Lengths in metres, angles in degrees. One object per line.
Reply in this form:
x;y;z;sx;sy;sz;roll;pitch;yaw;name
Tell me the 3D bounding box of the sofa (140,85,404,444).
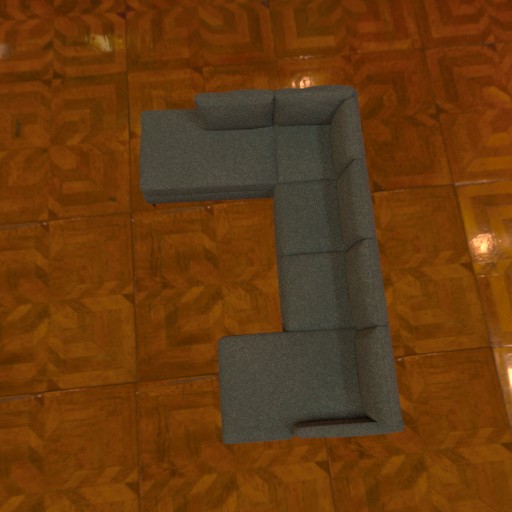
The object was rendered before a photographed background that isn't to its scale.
0.000;0.000;3.781;2.007;0.813;2.956;-3;75;-1;sofa
